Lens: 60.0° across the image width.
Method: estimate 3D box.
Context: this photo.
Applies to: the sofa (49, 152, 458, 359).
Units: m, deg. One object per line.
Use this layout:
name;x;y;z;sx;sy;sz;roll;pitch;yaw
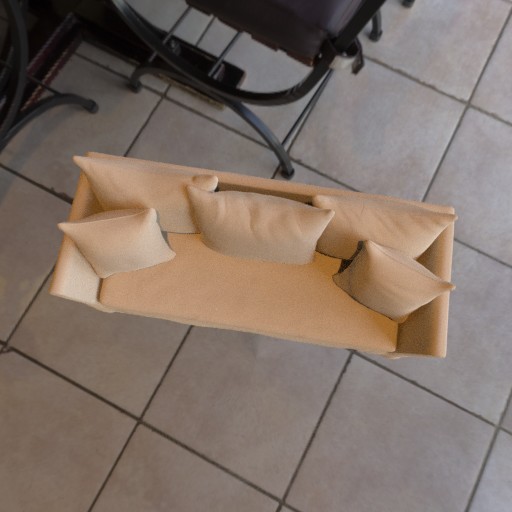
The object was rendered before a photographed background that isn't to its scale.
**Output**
sofa;0.000;0.000;3.055;2.499;1.047;1.046;9;77;2
